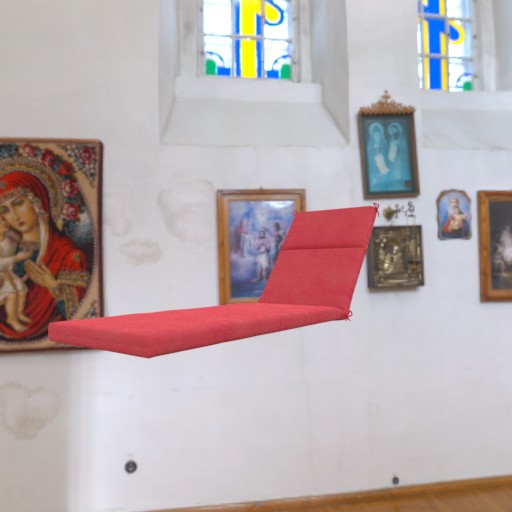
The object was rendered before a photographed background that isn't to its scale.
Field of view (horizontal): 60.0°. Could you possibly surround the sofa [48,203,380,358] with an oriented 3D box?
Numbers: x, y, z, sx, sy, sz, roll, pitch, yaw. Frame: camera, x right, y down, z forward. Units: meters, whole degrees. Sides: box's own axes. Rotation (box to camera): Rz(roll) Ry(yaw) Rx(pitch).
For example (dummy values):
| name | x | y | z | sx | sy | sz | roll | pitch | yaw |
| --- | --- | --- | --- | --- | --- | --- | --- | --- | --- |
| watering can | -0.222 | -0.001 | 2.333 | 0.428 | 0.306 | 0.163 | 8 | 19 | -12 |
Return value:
| name | x | y | z | sx | sy | sz | roll | pitch | yaw |
| --- | --- | --- | --- | --- | --- | --- | --- | --- | --- |
| sofa | 0.000 | 0.000 | 1.999 | 0.582 | 0.622 | 1.663 | -1 | -2 | 36 |
